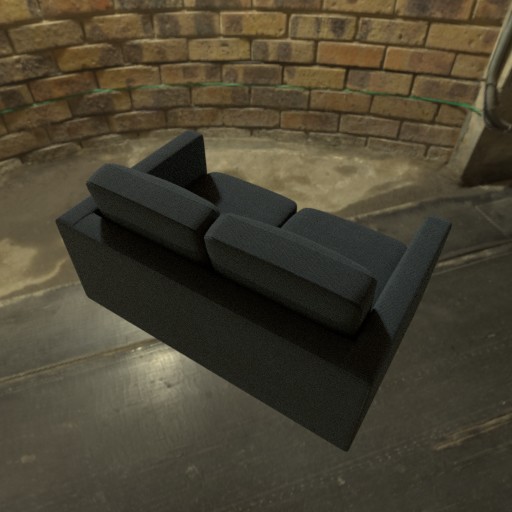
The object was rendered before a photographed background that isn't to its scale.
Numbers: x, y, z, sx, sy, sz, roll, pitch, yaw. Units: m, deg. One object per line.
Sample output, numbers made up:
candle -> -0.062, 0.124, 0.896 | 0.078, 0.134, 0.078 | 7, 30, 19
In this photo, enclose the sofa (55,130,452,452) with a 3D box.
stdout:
sofa -> 0.000, 0.000, 2.165 | 1.518, 0.930, 0.999 | 25, 50, 22
